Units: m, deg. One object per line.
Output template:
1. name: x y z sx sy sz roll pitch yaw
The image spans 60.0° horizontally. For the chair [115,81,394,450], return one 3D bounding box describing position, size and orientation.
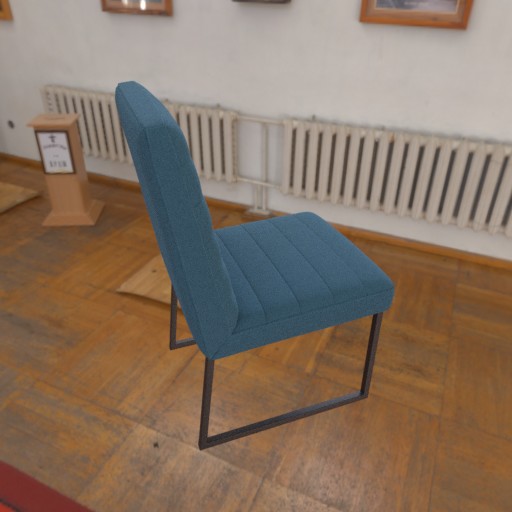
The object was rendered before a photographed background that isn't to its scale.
1. chair: 0.000 0.000 1.293 0.634 0.930 0.520 -11 32 -17
